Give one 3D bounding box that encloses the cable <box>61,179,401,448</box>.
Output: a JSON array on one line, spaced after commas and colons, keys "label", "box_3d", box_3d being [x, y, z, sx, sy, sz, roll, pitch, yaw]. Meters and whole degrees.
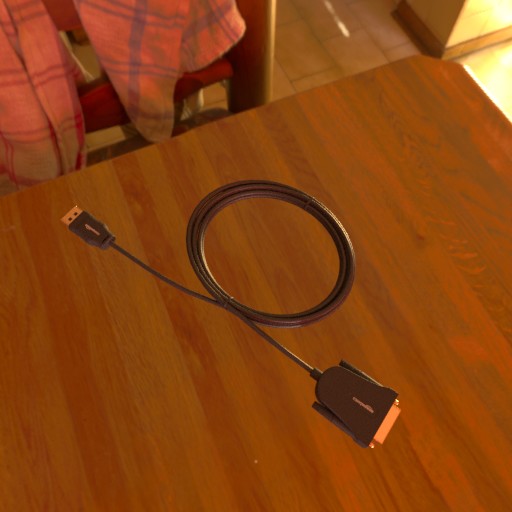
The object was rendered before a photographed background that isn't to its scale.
[{"label": "cable", "box_3d": [0.000, 0.000, 0.335, 0.281, 0.015, 0.136, 34, 70, 14]}]
